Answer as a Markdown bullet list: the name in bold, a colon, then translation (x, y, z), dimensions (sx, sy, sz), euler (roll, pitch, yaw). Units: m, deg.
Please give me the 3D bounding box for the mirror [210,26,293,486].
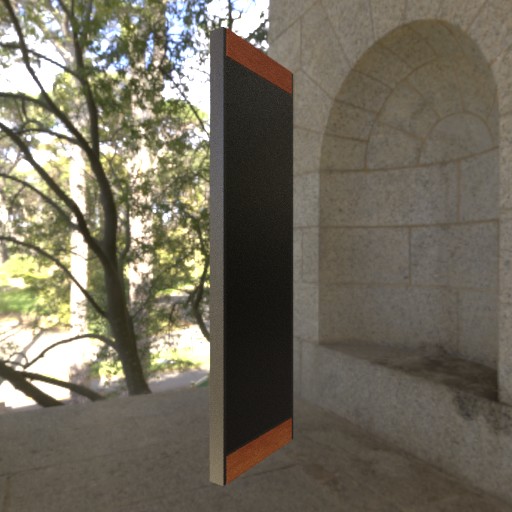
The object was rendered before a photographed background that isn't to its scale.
- **mirror**: translation (0.000, 0.000, 1.234), dimensions (0.047, 1.123, 0.343), euler (0, 0, 35)
